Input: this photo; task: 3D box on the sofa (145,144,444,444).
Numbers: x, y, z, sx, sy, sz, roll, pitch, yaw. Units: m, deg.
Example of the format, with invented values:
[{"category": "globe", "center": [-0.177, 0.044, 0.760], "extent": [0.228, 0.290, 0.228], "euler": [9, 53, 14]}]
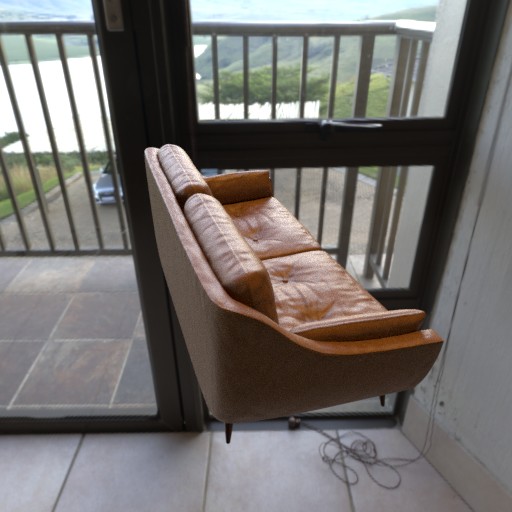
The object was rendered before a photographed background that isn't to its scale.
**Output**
[{"category": "sofa", "center": [0.000, 0.000, 2.351], "extent": [0.904, 0.839, 1.902], "euler": [-10, 32, -16]}]
